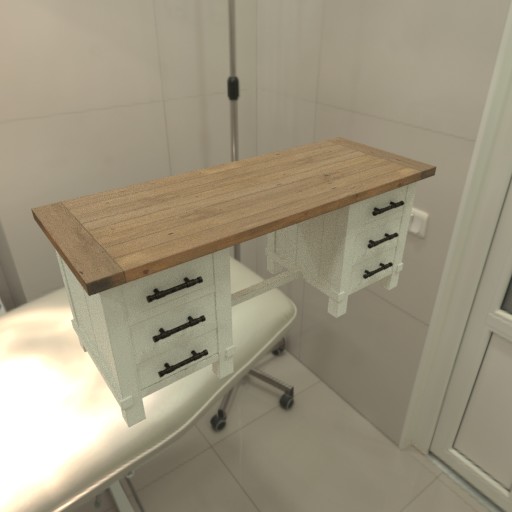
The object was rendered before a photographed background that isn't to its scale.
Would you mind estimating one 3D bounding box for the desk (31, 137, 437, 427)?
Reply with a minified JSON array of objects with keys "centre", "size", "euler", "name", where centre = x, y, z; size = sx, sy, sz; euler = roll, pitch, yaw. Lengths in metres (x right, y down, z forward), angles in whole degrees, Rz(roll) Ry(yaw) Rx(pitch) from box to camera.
[{"centre":[0.000,0.000,2.250],"size":[1.803,0.760,0.688],"euler":[-21,36,-31],"name":"desk"}]
